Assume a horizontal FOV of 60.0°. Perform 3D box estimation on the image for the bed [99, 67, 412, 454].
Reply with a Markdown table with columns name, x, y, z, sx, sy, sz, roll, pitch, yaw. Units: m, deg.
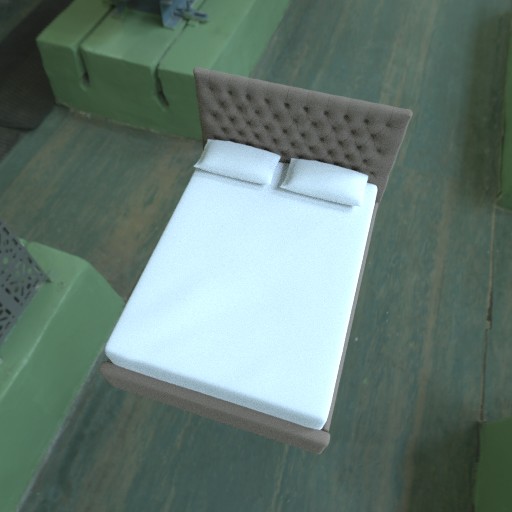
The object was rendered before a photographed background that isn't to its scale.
| name | x | y | z | sx | sy | sz | roll | pitch | yaw |
| --- | --- | --- | --- | --- | --- | --- | --- | --- | --- |
| bed | 0.000 | 0.000 | 3.361 | 1.696 | 1.426 | 2.233 | 15 | 60 | 9 |
